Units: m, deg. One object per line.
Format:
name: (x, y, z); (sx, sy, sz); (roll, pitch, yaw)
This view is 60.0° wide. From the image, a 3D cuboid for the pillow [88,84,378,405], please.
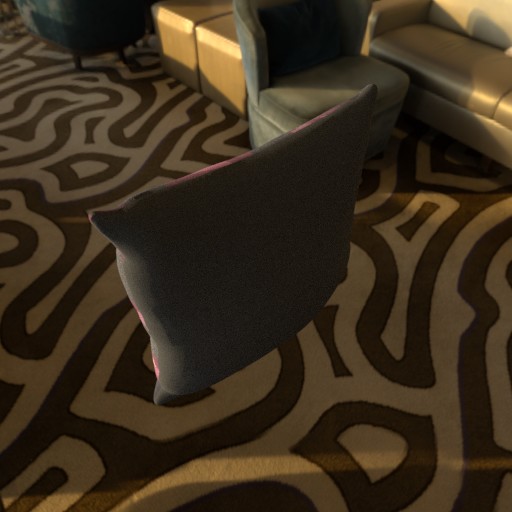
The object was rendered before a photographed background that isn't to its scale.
pillow: (0.000, 0.000, 0.784); (0.503, 0.496, 0.208); (-30, 54, -26)
